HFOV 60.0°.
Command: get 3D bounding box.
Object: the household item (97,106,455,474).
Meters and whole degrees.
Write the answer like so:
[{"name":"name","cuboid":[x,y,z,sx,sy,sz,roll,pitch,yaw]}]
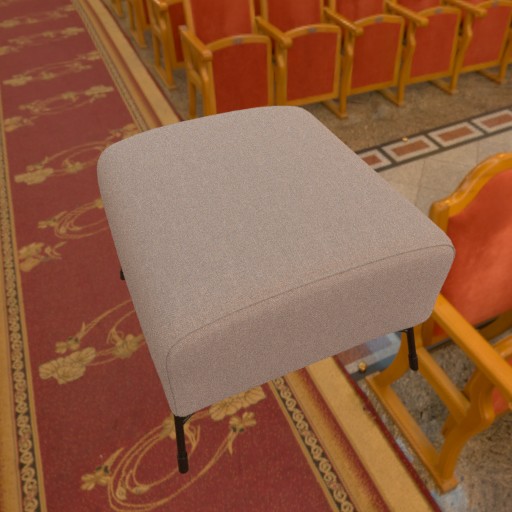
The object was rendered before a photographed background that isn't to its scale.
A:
[{"name":"household item","cuboid":[0.000,0.000,0.895,0.530,0.410,0.530,-17,47,-17]}]
